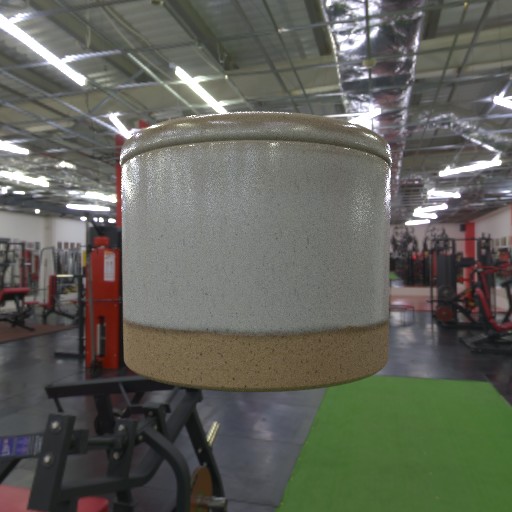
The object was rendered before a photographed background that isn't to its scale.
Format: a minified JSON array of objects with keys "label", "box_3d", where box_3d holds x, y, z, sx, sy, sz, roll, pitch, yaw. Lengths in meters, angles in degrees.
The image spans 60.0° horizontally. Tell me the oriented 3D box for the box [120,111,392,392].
[{"label":"box","box_3d":[0.000,0.000,0.262,0.154,0.123,0.154,0,-1,0]}]
